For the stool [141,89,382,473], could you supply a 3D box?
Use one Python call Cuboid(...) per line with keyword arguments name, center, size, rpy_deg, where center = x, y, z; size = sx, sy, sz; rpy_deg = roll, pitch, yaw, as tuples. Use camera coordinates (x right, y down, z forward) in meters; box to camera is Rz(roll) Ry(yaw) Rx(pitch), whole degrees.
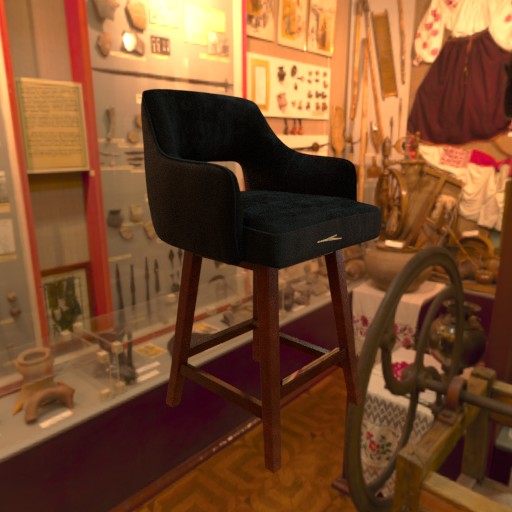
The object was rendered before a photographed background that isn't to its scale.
Cuboid(name="stool", center=(0.000, 0.000, 1.288), size=(0.560, 0.940, 0.550), rpy_deg=(13, 19, 41))
